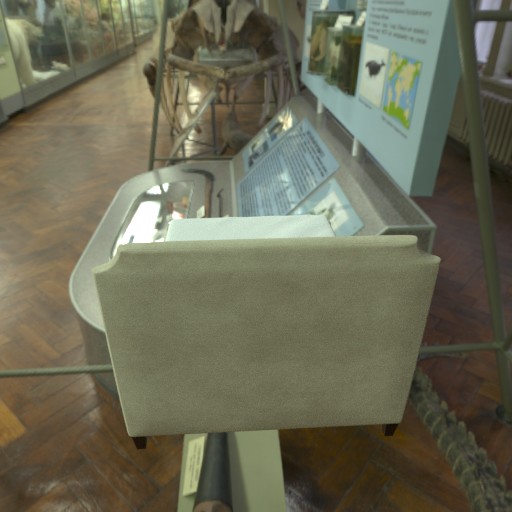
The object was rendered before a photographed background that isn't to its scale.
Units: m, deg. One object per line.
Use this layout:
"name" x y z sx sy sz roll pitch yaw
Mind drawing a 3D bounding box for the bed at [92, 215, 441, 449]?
"bed" 0.000 0.000 3.436 1.712 1.443 2.372 -2 29 -3
